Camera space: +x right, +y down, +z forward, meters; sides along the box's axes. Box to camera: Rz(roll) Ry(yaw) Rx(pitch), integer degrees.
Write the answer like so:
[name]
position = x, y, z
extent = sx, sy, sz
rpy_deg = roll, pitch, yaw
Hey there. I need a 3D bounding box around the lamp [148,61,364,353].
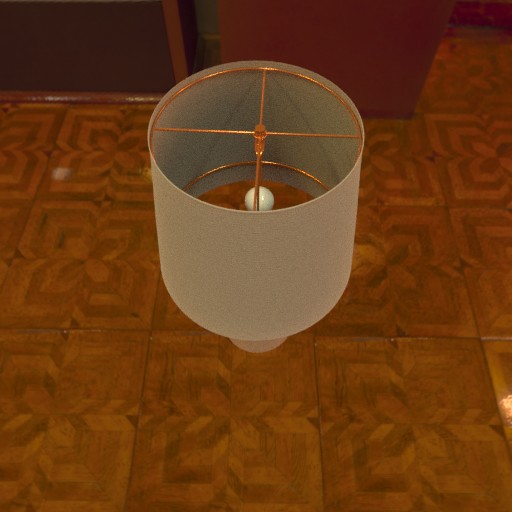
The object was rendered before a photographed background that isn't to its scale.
[lamp]
position = 0.000, 0.000, 0.451
extent = 0.189, 0.340, 0.189
rpy_deg = 0, 58, 0
